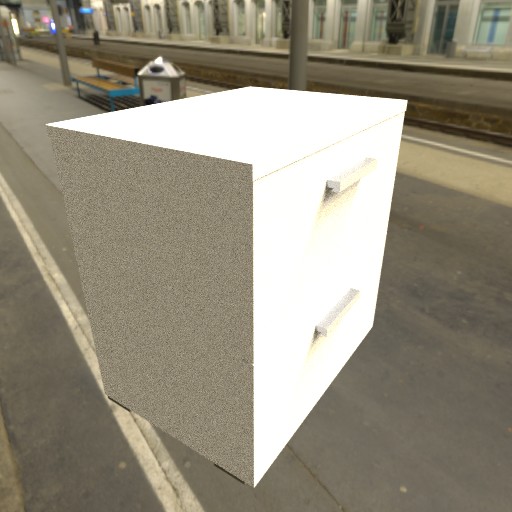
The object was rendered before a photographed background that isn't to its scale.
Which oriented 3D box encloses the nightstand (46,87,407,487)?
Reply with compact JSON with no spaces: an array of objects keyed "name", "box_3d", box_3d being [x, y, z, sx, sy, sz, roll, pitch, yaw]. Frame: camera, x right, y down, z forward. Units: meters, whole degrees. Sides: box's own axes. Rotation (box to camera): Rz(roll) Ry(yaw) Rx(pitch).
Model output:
[{"name":"nightstand","box_3d":[0.000,0.000,0.732,0.325,0.460,0.441,17,32,30]}]
